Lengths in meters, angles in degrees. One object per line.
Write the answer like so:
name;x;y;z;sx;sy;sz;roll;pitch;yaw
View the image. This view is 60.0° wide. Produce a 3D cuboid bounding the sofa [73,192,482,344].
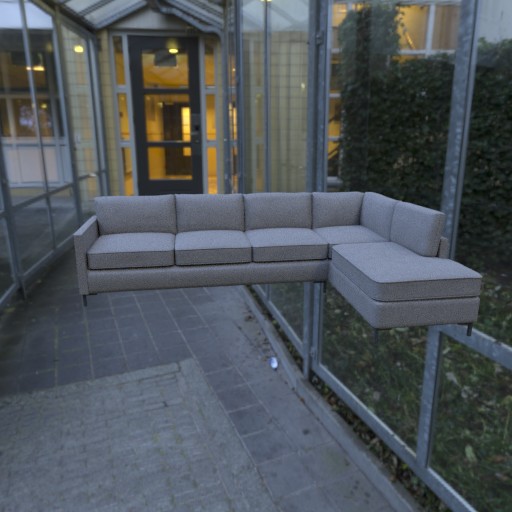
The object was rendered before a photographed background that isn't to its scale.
sofa;0.000;0.000;4.224;3.331;0.964;2.077;-2;16;-9
